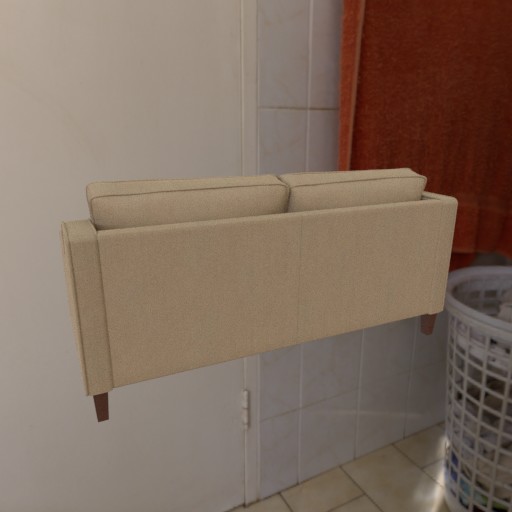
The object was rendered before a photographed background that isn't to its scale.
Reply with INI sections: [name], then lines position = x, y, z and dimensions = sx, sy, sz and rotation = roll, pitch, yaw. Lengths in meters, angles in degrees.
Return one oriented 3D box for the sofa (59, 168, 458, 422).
[sofa]
position = 0.000, 0.000, 2.754
dimensions = 2.178, 1.071, 1.066
rotation = -8, 18, -25
